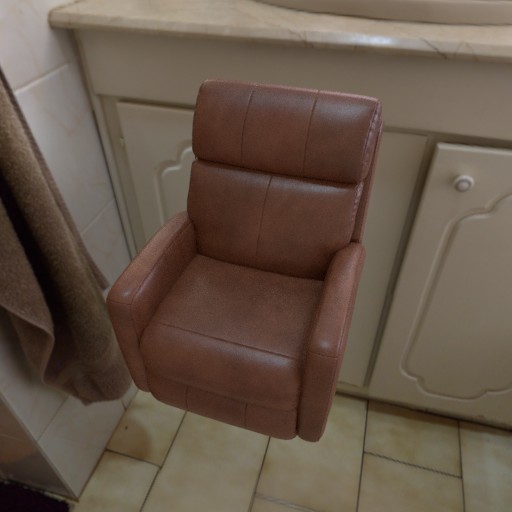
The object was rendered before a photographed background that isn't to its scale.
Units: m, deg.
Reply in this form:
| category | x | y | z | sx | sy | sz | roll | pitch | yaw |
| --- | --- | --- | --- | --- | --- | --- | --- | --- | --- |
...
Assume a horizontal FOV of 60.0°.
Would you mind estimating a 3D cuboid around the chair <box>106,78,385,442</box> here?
| category | x | y | z | sx | sy | sz | roll | pitch | yaw |
| --- | --- | --- | --- | --- | --- | --- | --- | --- | --- |
| chair | 0.000 | 0.000 | 1.673 | 0.787 | 1.016 | 0.939 | 12 | 42 | 14 |
